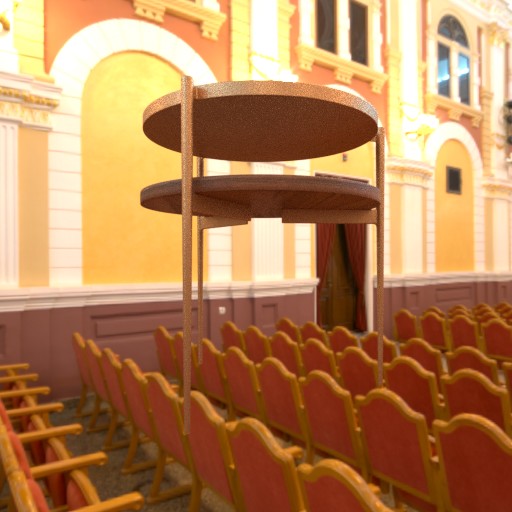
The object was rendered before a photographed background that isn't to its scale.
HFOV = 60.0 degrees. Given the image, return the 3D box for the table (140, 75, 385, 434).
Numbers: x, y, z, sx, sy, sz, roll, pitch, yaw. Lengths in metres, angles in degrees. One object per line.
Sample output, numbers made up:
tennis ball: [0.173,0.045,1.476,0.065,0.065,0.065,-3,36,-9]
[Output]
table: [0.000,0.000,0.831,0.430,0.493,0.456,0,0,-35]
